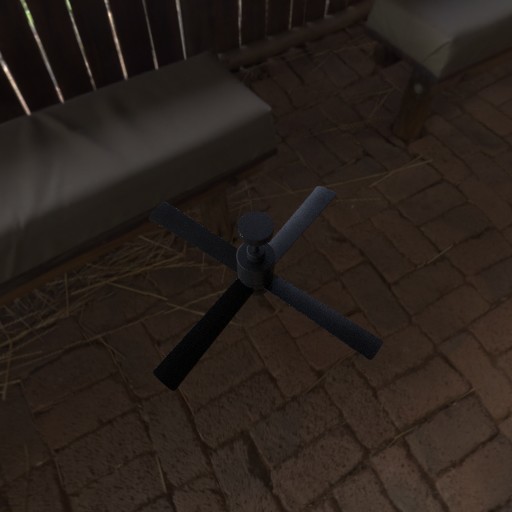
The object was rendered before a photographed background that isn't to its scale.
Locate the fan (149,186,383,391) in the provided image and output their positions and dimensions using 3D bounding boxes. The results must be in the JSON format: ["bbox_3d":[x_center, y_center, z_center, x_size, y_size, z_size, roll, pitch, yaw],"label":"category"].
[{"bbox_3d":[0.000,0.000,2.319,1.525,0.534,1.525,33,63,19],"label":"fan"}]
